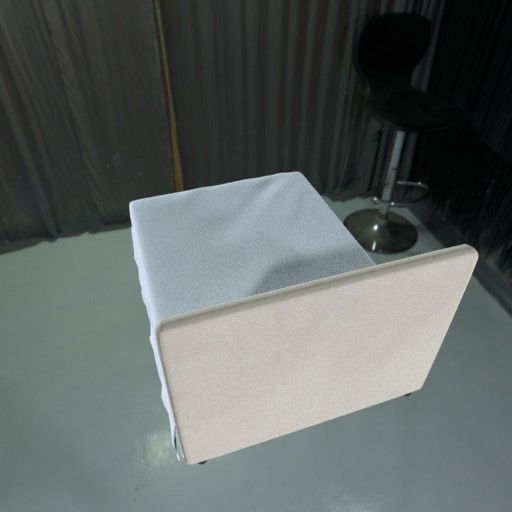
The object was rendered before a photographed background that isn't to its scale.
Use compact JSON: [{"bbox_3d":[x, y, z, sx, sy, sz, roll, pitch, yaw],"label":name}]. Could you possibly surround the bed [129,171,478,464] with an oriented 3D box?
[{"bbox_3d":[0.000,0.000,3.213,1.723,1.330,2.142,-13,43,-14],"label":"bed"}]
